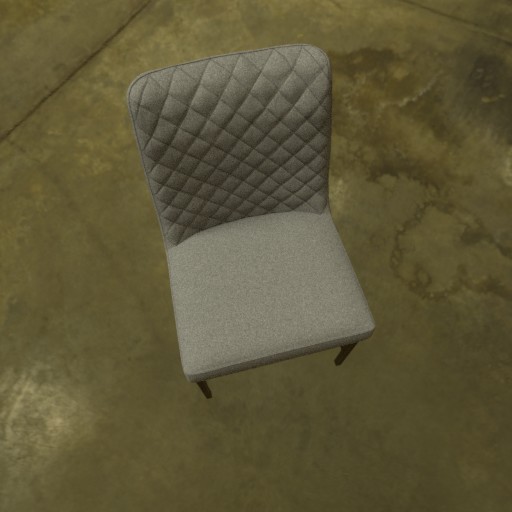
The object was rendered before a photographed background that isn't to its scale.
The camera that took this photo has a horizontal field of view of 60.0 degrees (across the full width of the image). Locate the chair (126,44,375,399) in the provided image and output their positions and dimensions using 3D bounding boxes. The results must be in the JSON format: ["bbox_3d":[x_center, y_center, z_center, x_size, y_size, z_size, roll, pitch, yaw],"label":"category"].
[{"bbox_3d":[0.000,0.000,1.242,0.508,0.889,0.587,-13,65,-6],"label":"chair"}]
